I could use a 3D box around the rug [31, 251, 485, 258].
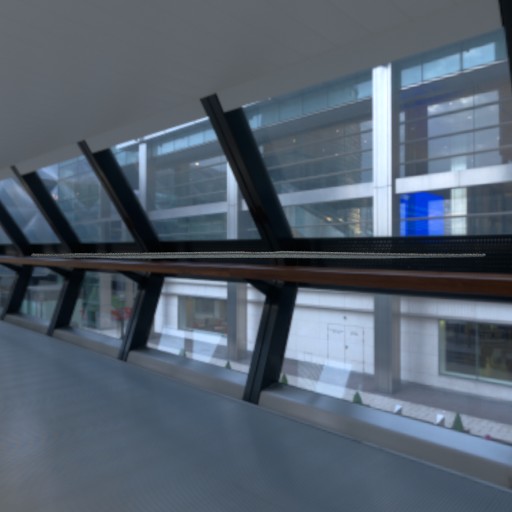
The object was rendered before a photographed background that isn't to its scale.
[{"bbox_3d":[0.000,0.000,3.062,2.338,0.030,1.616,0,-1,-2],"label":"rug"}]
